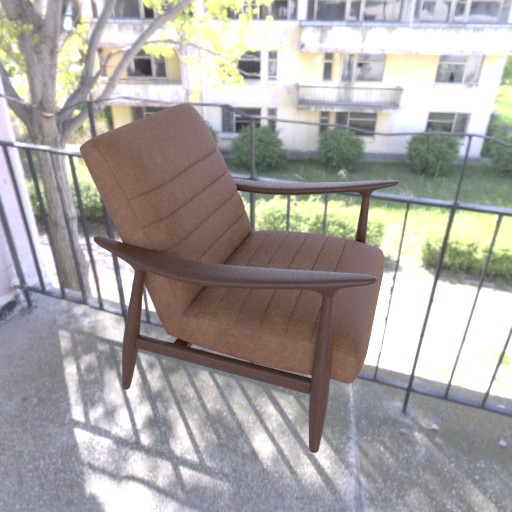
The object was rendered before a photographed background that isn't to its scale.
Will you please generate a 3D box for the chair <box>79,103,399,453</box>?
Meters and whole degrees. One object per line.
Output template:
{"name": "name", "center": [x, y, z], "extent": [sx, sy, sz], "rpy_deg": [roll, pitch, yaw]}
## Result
{"name": "chair", "center": [0.000, 0.000, 1.443], "extent": [0.798, 0.832, 0.741], "rpy_deg": [10, 31, 17]}
